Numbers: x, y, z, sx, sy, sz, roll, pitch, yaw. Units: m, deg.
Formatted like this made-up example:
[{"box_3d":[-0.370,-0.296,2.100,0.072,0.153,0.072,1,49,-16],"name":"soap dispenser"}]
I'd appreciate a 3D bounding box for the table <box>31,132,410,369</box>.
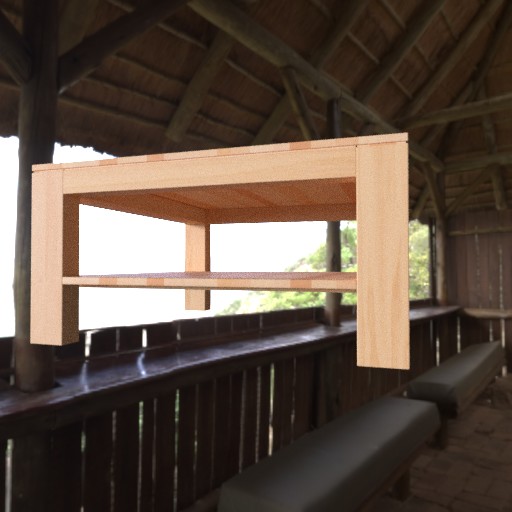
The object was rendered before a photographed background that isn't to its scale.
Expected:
[{"box_3d":[0.000,0.000,1.407,0.900,0.450,0.900,0,-1,18],"name":"table"}]
